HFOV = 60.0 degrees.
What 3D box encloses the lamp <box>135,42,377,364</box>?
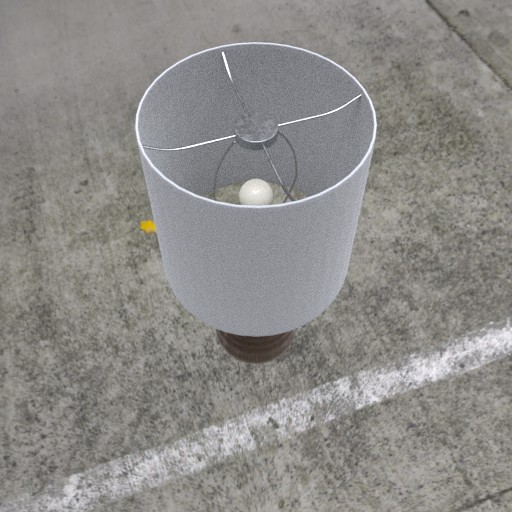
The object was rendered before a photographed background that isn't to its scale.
[{"bbox_3d":[0.000,0.000,0.460,0.186,0.369,0.186,0,58,0],"label":"lamp"}]
